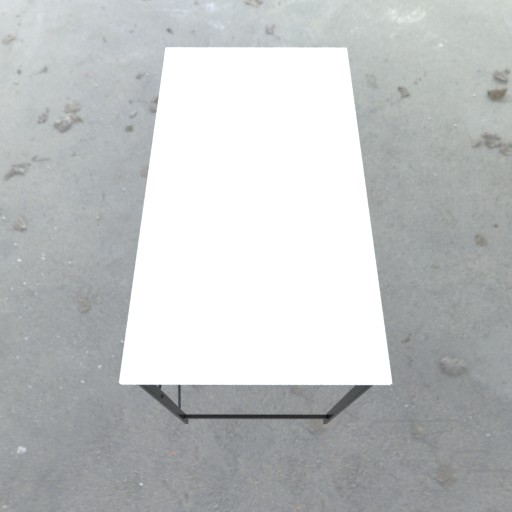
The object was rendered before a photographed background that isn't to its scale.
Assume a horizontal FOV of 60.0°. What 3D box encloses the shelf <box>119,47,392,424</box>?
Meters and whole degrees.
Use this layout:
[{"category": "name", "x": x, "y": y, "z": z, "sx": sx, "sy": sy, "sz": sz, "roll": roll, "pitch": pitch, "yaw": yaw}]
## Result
[{"category": "shelf", "x": 0.000, "y": 0.000, "z": 1.345, "sx": 0.498, "sy": 0.750, "sz": 0.902, "roll": 0, "pitch": 63, "yaw": 0}]
